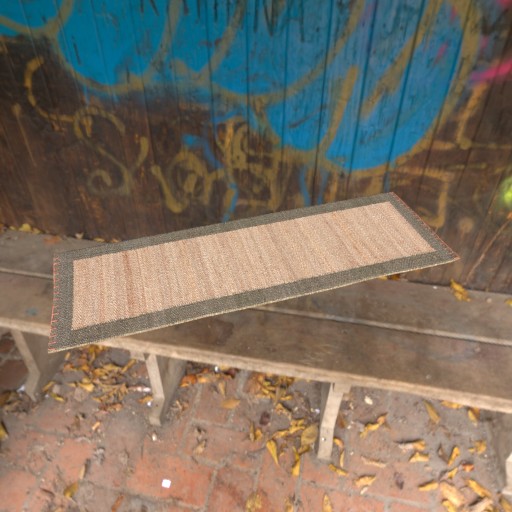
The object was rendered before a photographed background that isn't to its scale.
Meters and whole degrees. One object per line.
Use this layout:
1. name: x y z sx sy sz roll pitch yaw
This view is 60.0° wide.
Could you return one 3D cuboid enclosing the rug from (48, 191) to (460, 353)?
1. rug: 0.000 0.000 2.764 2.413 0.016 0.810 -11 42 -13
